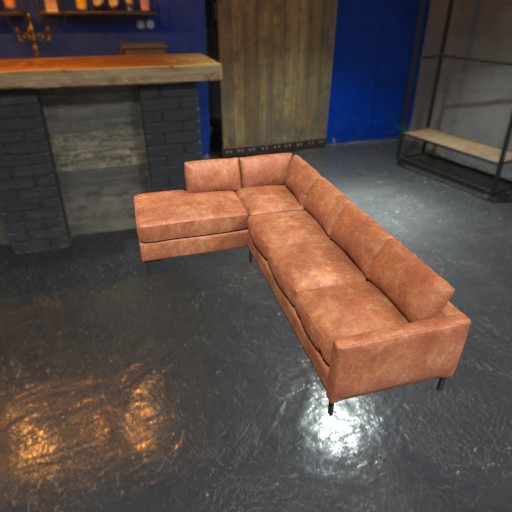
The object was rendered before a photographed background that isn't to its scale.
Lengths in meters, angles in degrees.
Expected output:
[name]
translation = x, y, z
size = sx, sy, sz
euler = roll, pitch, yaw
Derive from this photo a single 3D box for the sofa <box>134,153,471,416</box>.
[sofa]
translation = 0.000, 0.000, 3.838
size = 1.938, 0.877, 2.984
euler = -8, 31, -14
